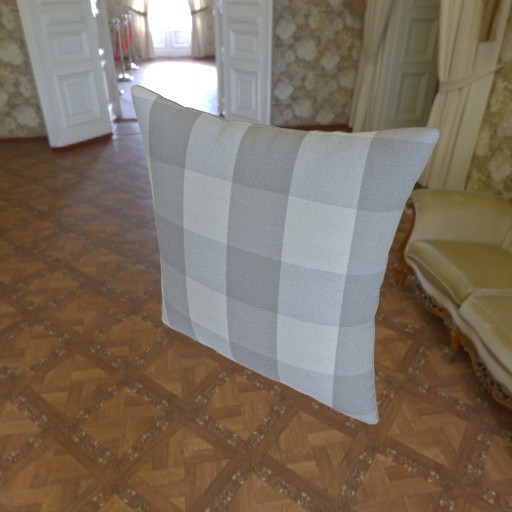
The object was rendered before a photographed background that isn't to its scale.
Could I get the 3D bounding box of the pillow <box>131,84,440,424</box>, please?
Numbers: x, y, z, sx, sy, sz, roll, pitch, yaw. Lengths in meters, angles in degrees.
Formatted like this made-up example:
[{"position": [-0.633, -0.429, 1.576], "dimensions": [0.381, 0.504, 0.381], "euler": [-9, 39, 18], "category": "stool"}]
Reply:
[{"position": [0.000, 0.000, 0.760], "dimensions": [0.511, 0.509, 0.161], "euler": [19, 36, 29], "category": "pillow"}]
